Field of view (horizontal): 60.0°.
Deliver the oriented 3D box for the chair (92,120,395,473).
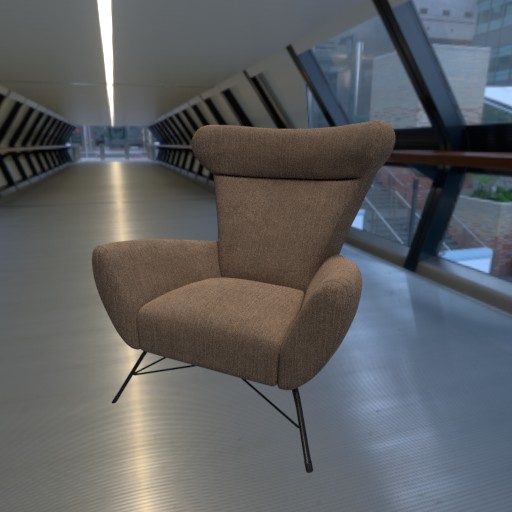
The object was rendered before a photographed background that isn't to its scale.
[{"bbox_3d":[0.000,0.000,1.769,0.980,1.040,0.900,8,17,26],"label":"chair"}]
